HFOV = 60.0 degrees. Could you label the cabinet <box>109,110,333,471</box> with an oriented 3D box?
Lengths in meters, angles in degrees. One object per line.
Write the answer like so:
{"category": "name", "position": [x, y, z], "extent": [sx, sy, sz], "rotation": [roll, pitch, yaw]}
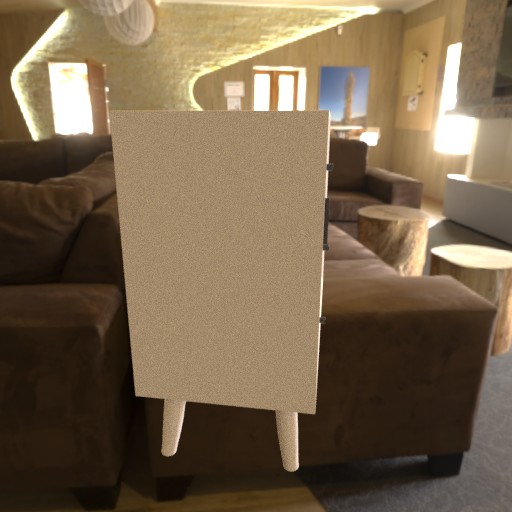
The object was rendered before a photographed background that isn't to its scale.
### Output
{"category": "cabinet", "position": [0.000, 0.000, 1.243], "extent": [0.398, 0.761, 0.800], "rotation": [3, 17, 9]}
